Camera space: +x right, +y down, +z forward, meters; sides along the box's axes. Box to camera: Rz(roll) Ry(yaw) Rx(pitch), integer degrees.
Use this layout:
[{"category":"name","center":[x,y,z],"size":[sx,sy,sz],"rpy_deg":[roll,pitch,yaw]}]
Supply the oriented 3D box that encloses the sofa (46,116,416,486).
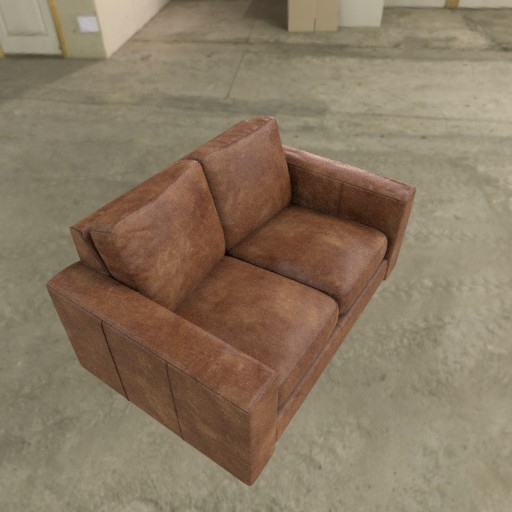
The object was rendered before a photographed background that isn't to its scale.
[{"category":"sofa","center":[0.000,0.000,2.233],"size":[1.041,0.889,1.626],"rpy_deg":[24,47,25]}]
